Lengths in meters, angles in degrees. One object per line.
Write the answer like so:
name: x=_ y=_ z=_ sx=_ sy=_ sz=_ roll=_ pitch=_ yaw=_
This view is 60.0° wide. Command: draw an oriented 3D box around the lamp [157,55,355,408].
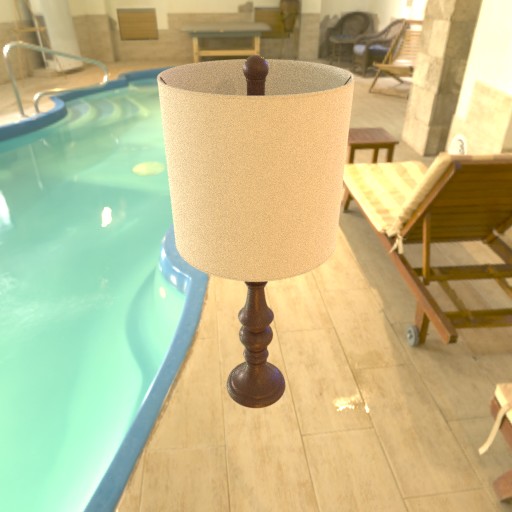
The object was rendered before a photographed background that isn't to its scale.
lamp: x=0.000 y=0.000 z=0.717 sx=0.250 sy=0.597 sz=0.250 roll=-1 pitch=32 yaw=-1
